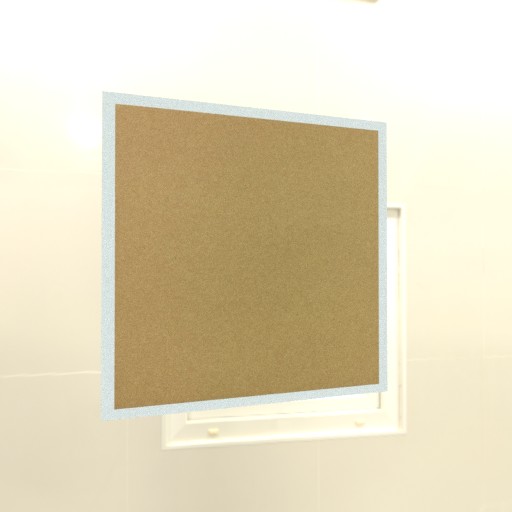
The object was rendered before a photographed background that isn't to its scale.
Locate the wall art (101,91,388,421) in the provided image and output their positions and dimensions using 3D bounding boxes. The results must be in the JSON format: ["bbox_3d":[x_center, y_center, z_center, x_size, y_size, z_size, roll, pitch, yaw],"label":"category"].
[{"bbox_3d":[0.000,0.000,0.468,0.307,0.307,0.020,0,-1,-18],"label":"wall art"}]
